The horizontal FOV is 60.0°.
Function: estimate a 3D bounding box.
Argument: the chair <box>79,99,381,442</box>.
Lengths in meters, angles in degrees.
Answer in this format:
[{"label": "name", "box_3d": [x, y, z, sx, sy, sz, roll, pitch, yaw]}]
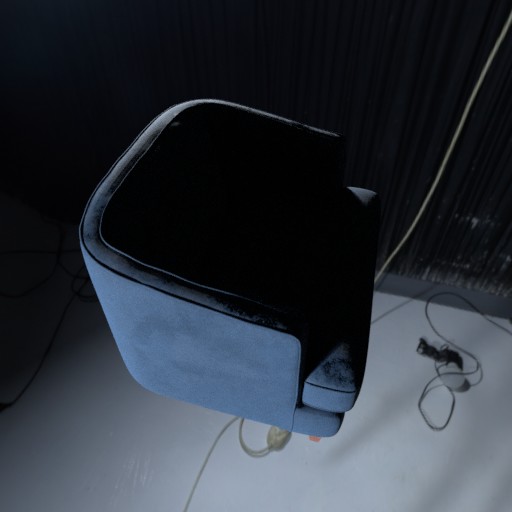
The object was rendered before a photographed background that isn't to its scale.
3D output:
[{"label": "chair", "box_3d": [0.000, 0.000, 1.765, 0.940, 0.852, 1.094, 11, 46, 10]}]
